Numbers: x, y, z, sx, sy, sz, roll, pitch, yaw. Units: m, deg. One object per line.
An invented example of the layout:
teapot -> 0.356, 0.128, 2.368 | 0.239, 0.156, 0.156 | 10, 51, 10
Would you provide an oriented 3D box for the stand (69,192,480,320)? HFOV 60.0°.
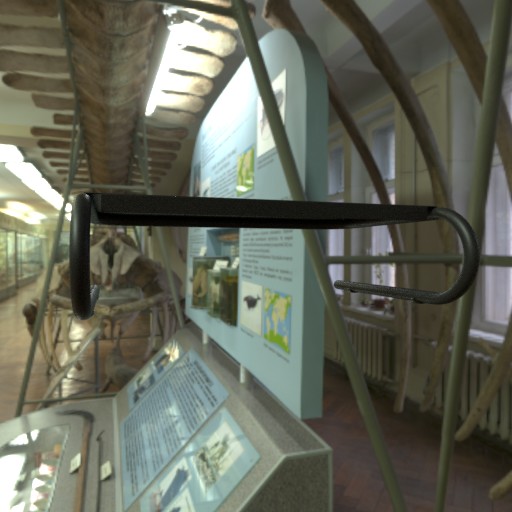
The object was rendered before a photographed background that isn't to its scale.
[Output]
stand -> 0.000, 0.000, 0.503 | 0.370, 0.108, 0.280 | 0, 0, -18
